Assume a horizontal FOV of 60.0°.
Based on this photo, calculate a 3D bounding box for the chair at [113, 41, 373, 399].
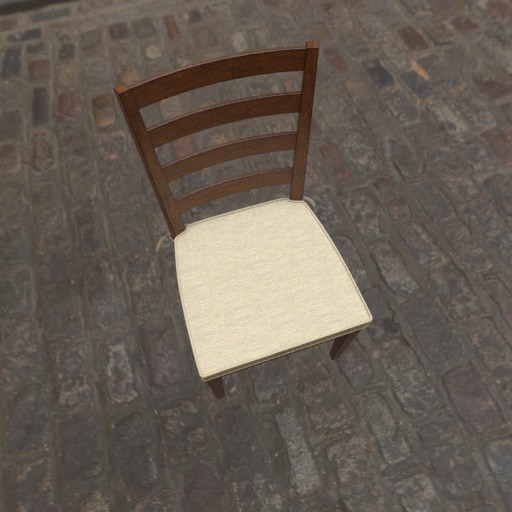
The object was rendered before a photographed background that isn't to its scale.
[{"bbox_3d":[0.000,0.000,1.354,0.593,0.979,0.595,-17,64,-8],"label":"chair"}]
